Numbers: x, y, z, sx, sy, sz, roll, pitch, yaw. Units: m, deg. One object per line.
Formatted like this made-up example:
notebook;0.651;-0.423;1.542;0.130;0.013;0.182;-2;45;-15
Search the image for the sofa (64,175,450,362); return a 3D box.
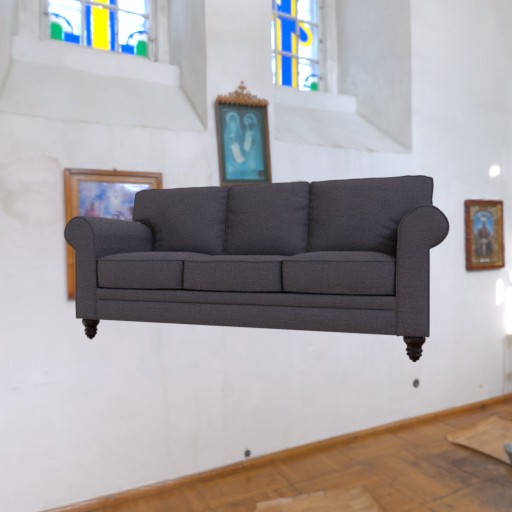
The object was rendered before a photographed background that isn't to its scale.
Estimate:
sofa;0.000;0.000;2.663;2.084;0.966;0.909;0;0;18
